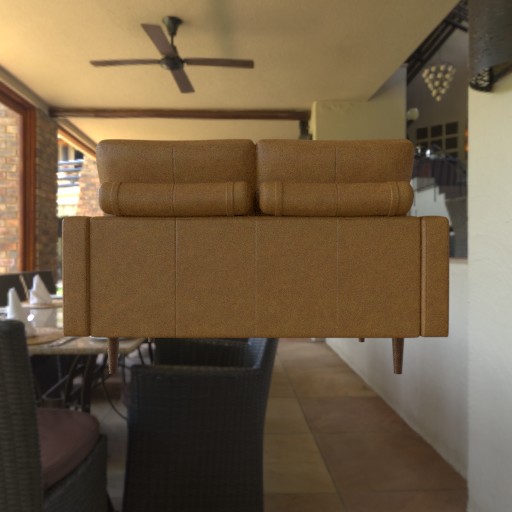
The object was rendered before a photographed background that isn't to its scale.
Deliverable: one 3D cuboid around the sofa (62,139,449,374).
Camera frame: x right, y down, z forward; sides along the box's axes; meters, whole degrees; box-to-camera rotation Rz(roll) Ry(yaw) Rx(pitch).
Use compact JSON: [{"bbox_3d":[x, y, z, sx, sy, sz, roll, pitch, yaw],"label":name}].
[{"bbox_3d":[0.000,0.000,1.988,1.430,0.898,0.868,0,0,0],"label":"sofa"}]
